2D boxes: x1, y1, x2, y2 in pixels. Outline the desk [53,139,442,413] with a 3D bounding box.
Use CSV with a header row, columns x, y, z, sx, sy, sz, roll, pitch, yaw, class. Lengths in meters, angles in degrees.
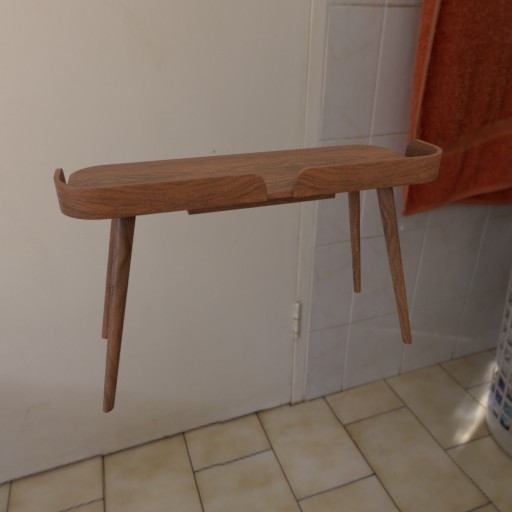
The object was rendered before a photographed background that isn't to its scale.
x,y,z,sx,sy,sz,roll,pitch,yaw,class
0.000,0.000,1.683,1.256,0.800,0.486,-8,29,-16,desk
